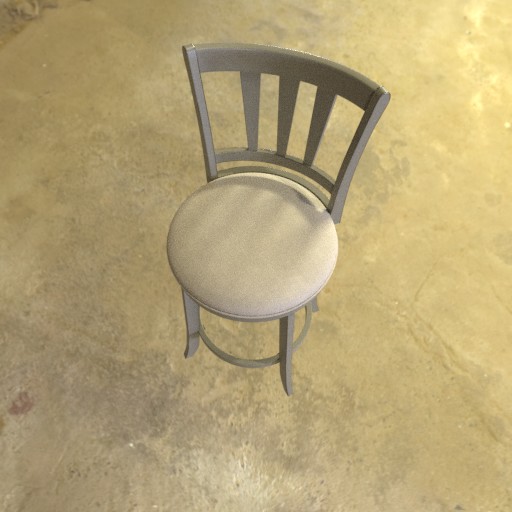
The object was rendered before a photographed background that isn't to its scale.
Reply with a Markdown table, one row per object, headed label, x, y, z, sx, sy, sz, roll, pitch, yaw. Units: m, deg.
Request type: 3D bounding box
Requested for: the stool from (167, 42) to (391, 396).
| label | x | y | z | sx | sy | sz | roll | pitch | yaw |
| --- | --- | --- | --- | --- | --- | --- | --- | --- | --- |
| stool | 0.000 | 0.000 | 1.245 | 0.450 | 0.994 | 0.486 | 17 | 60 | 10 |
